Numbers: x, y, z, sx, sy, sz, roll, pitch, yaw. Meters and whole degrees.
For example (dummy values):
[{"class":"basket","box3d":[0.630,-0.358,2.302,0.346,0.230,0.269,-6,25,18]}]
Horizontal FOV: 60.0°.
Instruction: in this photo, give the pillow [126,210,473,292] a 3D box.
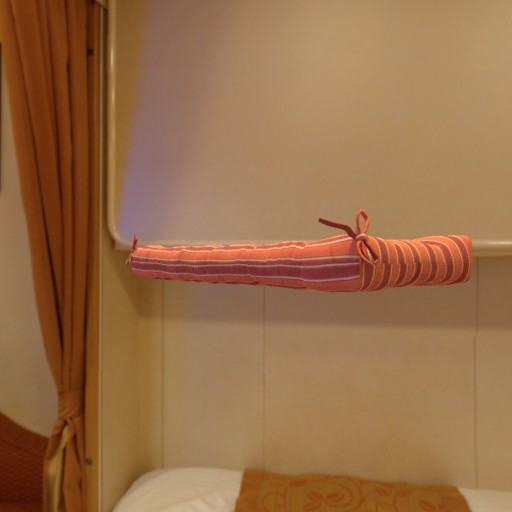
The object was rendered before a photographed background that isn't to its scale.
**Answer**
[{"class":"pillow","box3d":[0.000,0.000,1.391,0.511,0.174,1.194,0,-1,-37]}]
